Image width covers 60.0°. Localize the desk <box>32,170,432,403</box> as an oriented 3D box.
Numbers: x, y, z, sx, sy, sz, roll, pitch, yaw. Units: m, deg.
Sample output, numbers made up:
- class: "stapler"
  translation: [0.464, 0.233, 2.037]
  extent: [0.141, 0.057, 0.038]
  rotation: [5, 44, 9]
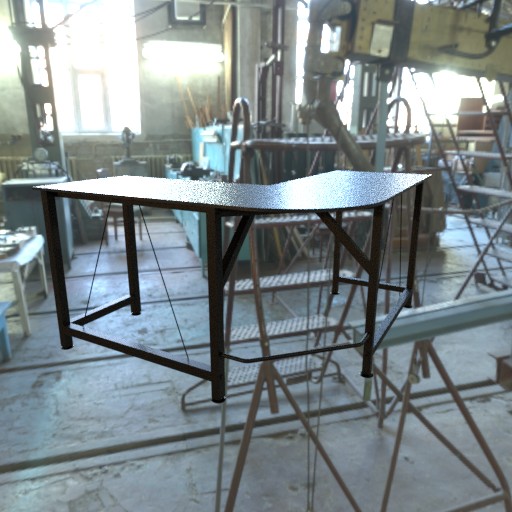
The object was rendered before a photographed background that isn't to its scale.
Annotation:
- class: "desk"
  translation: [0.000, 0.000, 2.245]
  extent: [1.400, 0.762, 1.400]
  rotation: [9, 18, 28]
